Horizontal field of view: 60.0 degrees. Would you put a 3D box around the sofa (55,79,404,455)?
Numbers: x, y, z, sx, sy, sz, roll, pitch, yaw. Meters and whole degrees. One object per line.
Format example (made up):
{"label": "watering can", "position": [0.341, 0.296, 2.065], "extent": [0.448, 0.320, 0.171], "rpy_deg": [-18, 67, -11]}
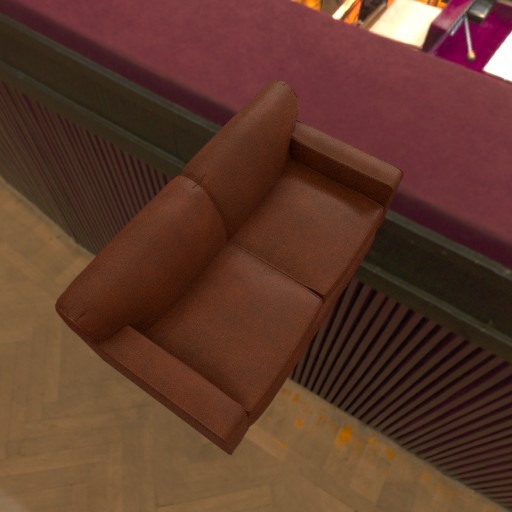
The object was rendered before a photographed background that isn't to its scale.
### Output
{"label": "sofa", "position": [0.000, 0.000, 2.548], "extent": [1.000, 0.966, 1.856], "rpy_deg": [30, 64, 16]}
